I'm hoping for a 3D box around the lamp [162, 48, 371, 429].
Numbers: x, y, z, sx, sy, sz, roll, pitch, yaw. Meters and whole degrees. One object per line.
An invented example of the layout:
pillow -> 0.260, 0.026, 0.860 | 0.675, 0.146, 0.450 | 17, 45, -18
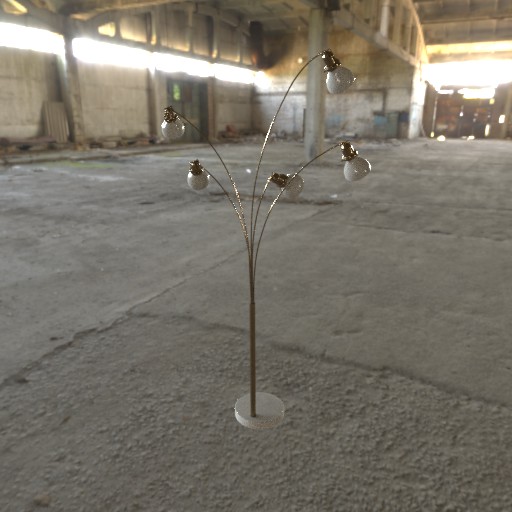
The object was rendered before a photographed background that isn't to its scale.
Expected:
lamp -> 0.000, 0.000, 2.928 | 1.405, 2.423, 0.361 | 9, 19, 26
